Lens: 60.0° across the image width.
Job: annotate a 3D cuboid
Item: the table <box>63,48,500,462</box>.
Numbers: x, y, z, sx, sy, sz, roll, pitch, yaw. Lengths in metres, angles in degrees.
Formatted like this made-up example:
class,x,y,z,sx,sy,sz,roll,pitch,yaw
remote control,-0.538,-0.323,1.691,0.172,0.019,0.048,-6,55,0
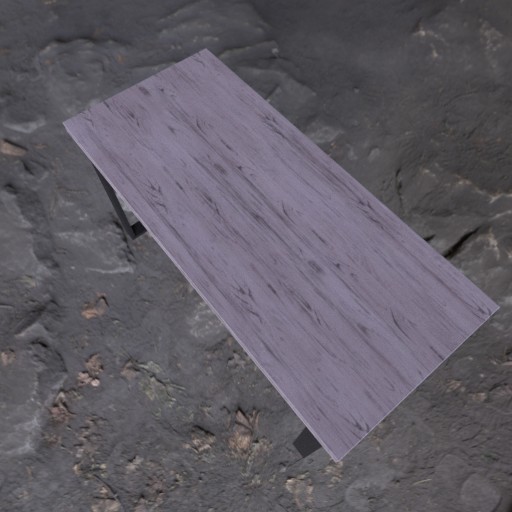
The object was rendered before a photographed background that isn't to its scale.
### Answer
class,x,y,z,sx,sy,sz,roll,pitch,yaw
table,0.000,0.000,2.179,0.795,0.899,1.778,-36,68,-17
